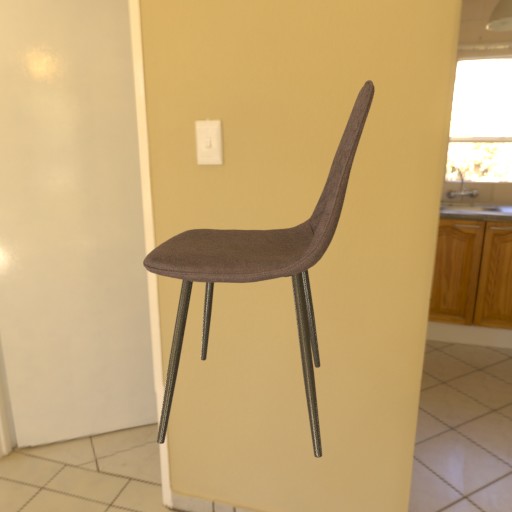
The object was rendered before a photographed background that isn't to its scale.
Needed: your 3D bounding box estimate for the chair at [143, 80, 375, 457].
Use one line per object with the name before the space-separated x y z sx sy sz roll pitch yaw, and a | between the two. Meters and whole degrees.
chair | 0.000 0.000 1.219 0.561 0.889 0.472 2 15 7
